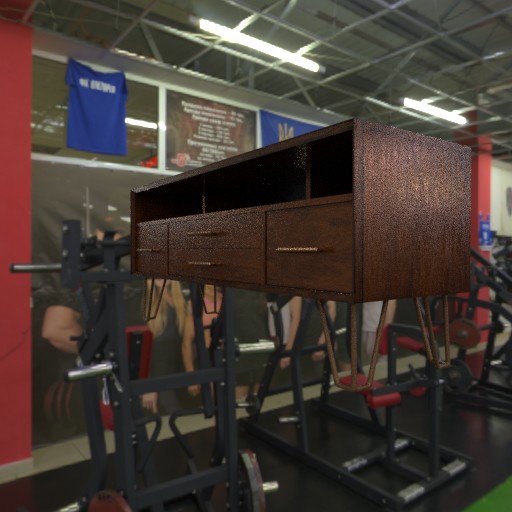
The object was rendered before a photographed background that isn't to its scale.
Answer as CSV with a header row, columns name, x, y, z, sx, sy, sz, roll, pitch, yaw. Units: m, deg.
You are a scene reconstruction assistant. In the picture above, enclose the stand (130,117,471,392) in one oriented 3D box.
name,x,y,z,sx,sy,sz,roll,pitch,yaw
stand,0.000,0.000,1.643,0.481,0.610,1.372,-1,1,-35
